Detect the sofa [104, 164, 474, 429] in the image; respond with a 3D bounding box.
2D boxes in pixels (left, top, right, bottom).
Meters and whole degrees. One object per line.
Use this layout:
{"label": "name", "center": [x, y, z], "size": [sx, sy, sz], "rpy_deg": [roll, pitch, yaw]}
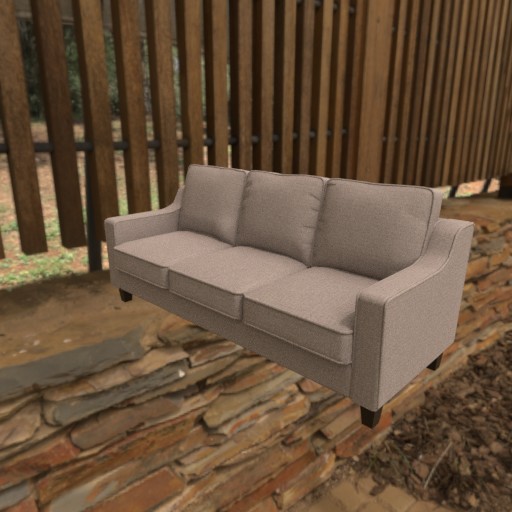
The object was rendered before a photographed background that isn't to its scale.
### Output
{"label": "sofa", "center": [0.000, 0.000, 2.655], "size": [2.129, 0.950, 0.899], "rpy_deg": [15, 23, 42]}
